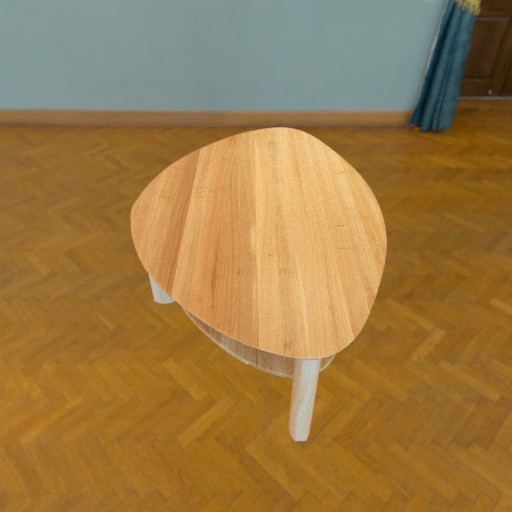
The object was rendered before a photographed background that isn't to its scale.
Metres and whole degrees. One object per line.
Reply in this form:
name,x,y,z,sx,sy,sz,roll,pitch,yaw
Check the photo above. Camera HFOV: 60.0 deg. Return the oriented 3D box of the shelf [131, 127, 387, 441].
shelf,0.000,0.000,1.654,0.845,0.440,1.246,-1,41,-1
